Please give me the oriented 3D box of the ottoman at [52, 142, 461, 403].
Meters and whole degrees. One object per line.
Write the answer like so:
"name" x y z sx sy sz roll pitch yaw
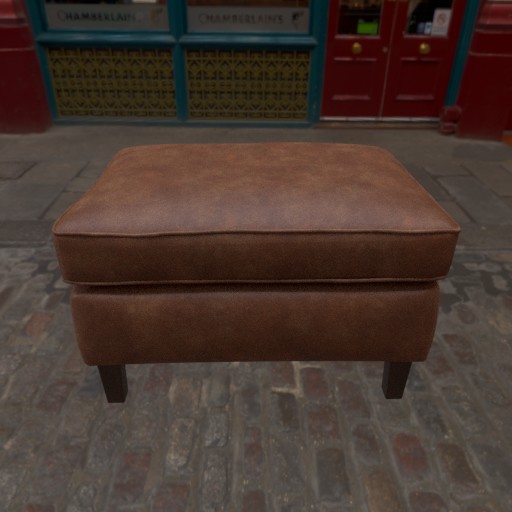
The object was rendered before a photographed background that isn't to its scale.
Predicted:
"ottoman" 0.000 0.000 0.969 0.665 0.418 0.501 0 30 -1
